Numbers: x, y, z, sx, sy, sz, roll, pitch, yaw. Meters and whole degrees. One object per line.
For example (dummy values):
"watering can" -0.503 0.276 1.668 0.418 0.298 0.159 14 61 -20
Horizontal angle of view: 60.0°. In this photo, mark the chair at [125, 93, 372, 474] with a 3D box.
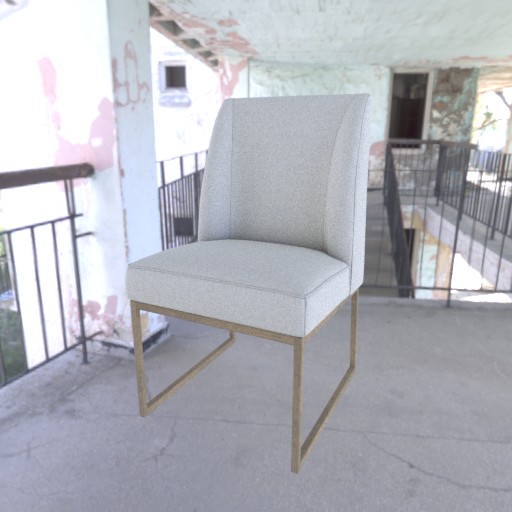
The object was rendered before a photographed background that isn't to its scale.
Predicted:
"chair" 0.000 0.000 1.224 0.508 0.863 0.522 8 18 26
